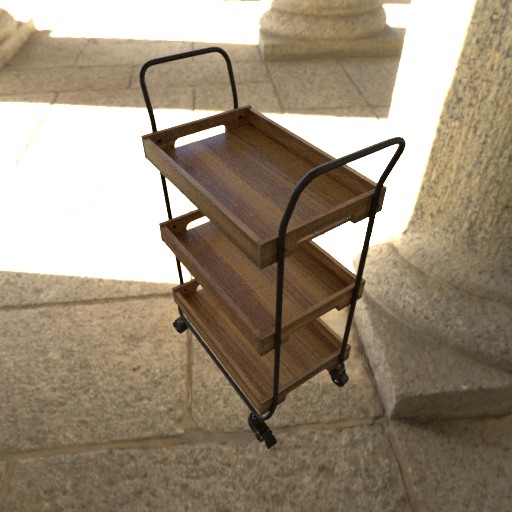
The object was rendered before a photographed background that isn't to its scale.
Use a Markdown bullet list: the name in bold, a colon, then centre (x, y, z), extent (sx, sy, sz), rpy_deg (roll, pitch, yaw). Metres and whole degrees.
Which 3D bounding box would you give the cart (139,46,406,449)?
- **cart**: centre (0.000, 0.000, 1.145), extent (0.339, 0.857, 0.583), rpy_deg (-25, 48, -25)
